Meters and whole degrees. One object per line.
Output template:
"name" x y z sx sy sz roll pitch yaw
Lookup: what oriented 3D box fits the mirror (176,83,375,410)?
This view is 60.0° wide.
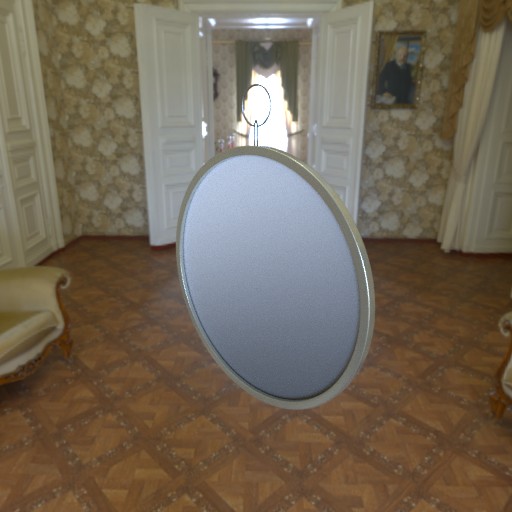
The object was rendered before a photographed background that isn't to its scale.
"mirror" 0.000 0.000 0.981 0.020 0.713 0.594 -16 23 -42
